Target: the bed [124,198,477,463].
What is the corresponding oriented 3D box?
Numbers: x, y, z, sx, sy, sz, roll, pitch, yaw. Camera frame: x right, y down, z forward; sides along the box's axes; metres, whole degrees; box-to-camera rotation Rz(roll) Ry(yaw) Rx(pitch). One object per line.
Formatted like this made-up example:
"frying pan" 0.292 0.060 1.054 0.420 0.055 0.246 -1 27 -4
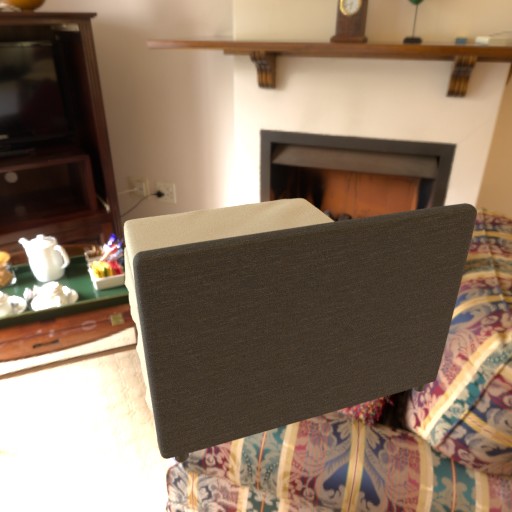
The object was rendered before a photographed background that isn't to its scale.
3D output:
"bed" 0.000 0.000 3.282 1.884 1.330 2.142 -9 29 -17
